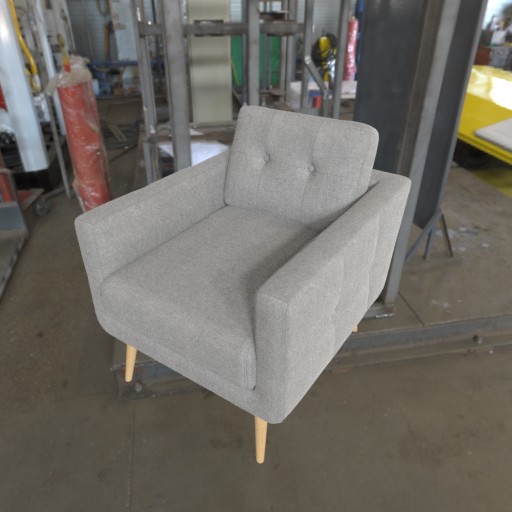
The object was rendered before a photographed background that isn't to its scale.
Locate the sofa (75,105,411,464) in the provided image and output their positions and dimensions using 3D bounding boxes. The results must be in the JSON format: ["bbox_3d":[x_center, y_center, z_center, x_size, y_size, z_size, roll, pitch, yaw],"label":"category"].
[{"bbox_3d":[0.000,0.000,1.557,0.770,0.860,0.920,20,37,28],"label":"sofa"}]
